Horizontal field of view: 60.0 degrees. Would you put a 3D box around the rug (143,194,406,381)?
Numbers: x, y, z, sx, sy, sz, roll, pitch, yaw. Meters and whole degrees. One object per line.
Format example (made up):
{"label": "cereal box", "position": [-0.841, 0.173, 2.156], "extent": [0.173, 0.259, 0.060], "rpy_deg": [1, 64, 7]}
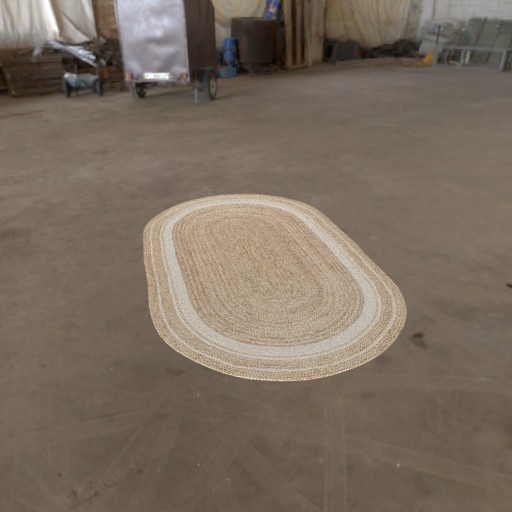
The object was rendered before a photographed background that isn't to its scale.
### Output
{"label": "rug", "position": [0.000, 0.000, 3.107], "extent": [1.520, 0.006, 2.432], "rpy_deg": [-8, 30, -13]}
